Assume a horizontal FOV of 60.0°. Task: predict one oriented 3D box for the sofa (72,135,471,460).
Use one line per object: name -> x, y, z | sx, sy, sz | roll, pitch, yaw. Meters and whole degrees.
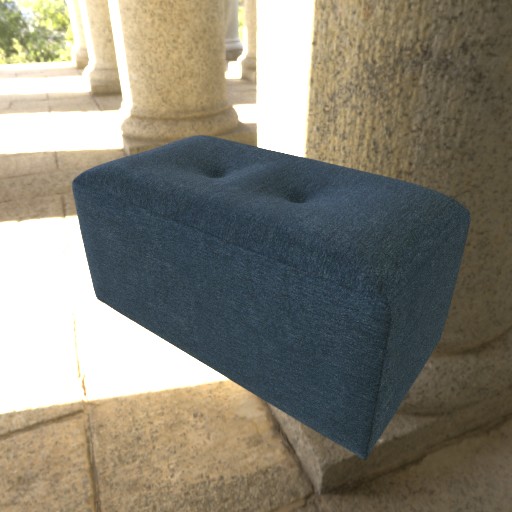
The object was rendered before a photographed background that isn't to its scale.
sofa -> 0.000, 0.000, 1.194 | 0.930, 0.470, 0.480 | 22, 37, 32
